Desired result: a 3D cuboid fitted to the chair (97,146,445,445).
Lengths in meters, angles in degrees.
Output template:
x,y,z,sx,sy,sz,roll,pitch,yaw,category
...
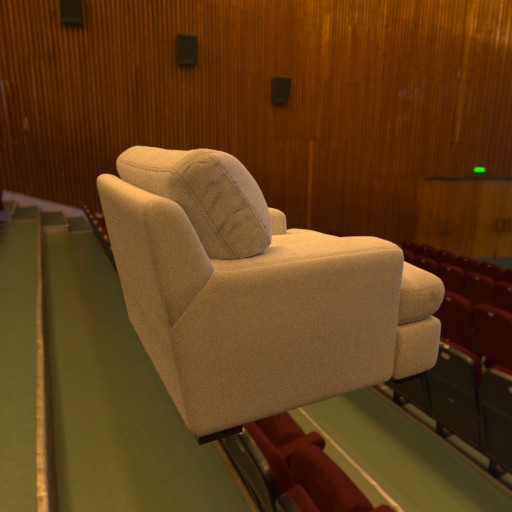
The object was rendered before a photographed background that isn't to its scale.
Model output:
x,y,z,sx,sy,sz,roll,pitch,yaw,category
0.000,0.000,1.936,1.158,0.930,1.140,-7,16,-25,chair
